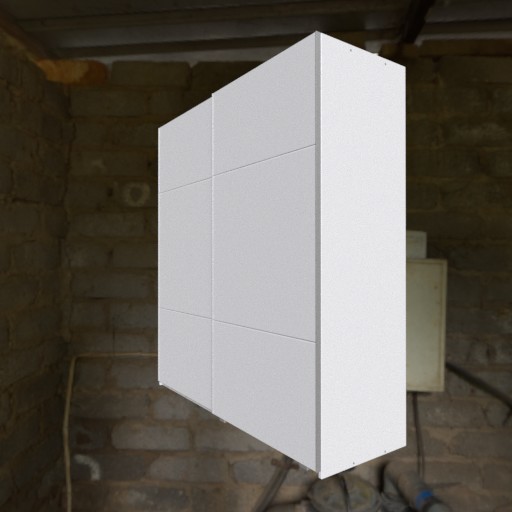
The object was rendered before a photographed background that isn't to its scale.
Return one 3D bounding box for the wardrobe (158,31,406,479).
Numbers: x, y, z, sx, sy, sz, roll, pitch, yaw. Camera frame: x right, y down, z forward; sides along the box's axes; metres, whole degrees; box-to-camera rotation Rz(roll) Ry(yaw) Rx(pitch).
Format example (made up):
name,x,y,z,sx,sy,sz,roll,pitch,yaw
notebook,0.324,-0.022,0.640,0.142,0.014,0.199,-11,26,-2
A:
name,x,y,z,sx,sy,sz,roll,pitch,yaw
wardrobe,0.000,0.000,2.828,0.629,1.960,1.780,0,0,-36
